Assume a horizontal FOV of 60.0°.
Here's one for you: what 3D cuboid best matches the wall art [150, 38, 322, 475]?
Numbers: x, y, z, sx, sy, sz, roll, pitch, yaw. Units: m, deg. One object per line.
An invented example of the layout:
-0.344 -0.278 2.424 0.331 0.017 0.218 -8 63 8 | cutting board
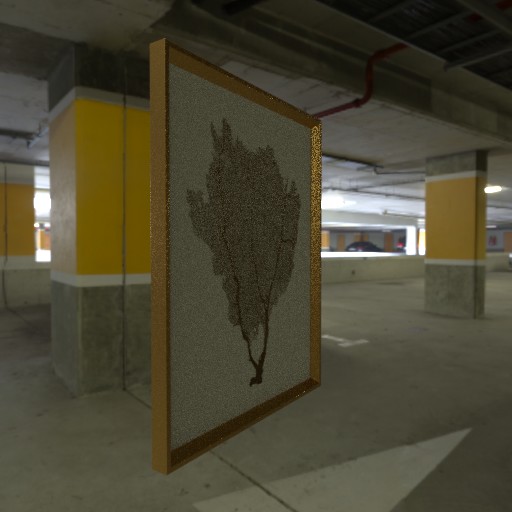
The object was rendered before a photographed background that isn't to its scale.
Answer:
0.000 0.000 1.034 0.038 0.762 0.610 1 2 35 | wall art
